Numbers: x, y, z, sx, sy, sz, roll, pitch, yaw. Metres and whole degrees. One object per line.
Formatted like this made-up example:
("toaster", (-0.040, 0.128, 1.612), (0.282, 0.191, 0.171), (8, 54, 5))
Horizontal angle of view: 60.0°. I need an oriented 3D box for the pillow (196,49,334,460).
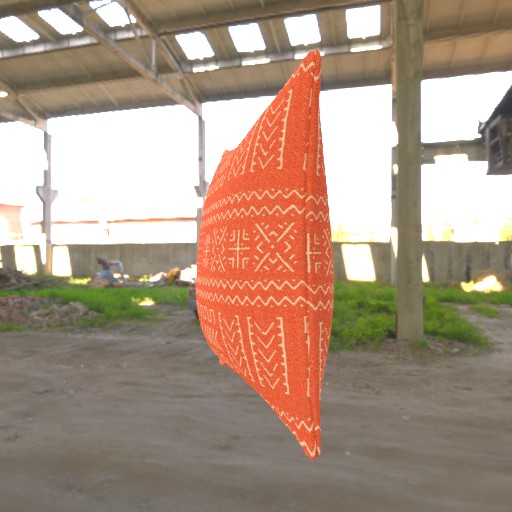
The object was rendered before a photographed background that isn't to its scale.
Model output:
("pillow", (0.000, 0.000, 0.667), (0.164, 0.429, 0.438), (0, -1, -17))
